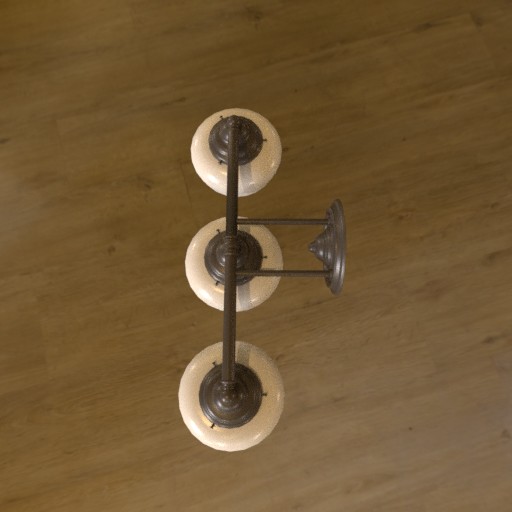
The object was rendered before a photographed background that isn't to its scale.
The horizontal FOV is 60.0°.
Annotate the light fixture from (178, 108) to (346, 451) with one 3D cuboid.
[{"bbox_3d":[0.000,0.000,0.705,0.239,0.242,0.587,0,74,0],"label":"light fixture"}]
